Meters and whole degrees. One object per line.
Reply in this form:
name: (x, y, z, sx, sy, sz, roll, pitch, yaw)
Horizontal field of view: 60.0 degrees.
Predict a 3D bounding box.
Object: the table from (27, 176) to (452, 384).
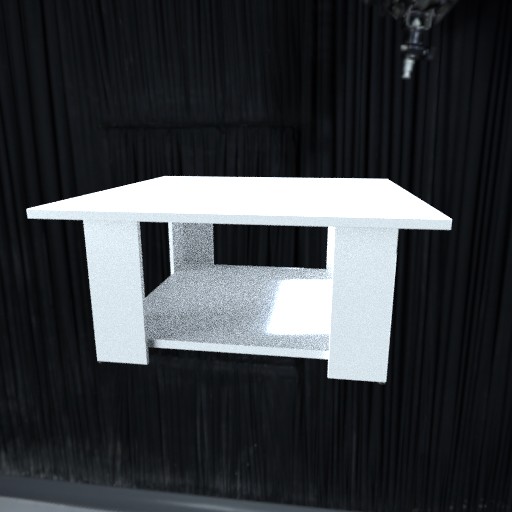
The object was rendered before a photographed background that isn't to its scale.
table: (0.000, 0.000, 1.047, 0.670, 0.305, 0.670, 2, 15, 8)
